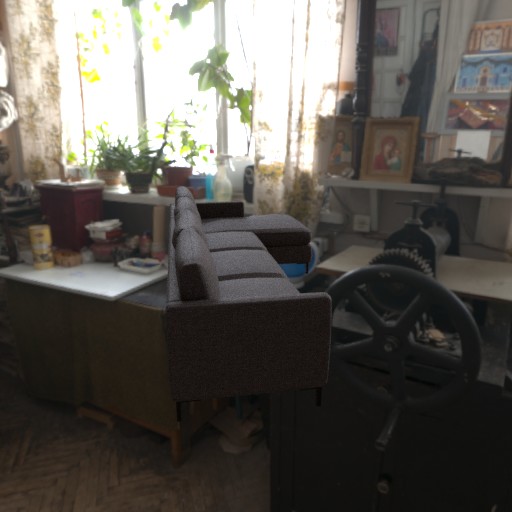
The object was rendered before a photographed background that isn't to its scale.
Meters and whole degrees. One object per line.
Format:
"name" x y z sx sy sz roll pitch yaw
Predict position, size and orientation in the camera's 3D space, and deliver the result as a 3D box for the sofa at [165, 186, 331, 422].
"sofa" 0.000 0.000 3.859 1.483 0.892 3.221 -3 17 -10
